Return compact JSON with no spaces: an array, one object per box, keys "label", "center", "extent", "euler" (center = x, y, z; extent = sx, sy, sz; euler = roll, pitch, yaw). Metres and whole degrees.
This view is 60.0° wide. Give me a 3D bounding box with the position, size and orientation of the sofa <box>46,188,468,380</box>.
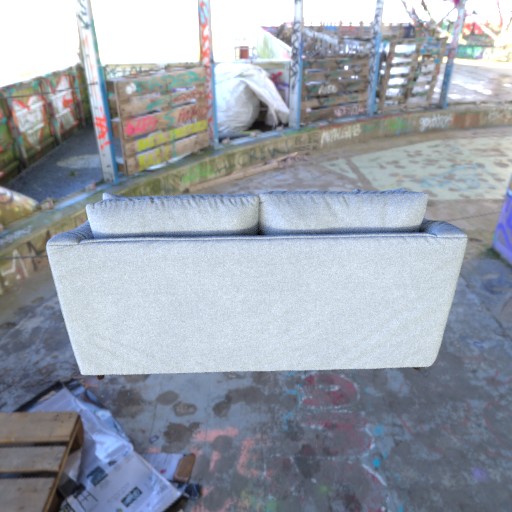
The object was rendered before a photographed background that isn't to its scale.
[{"label":"sofa","center":[0.000,0.000,2.691],"extent":[2.010,1.018,1.072],"euler":[-1,29,-2]}]
